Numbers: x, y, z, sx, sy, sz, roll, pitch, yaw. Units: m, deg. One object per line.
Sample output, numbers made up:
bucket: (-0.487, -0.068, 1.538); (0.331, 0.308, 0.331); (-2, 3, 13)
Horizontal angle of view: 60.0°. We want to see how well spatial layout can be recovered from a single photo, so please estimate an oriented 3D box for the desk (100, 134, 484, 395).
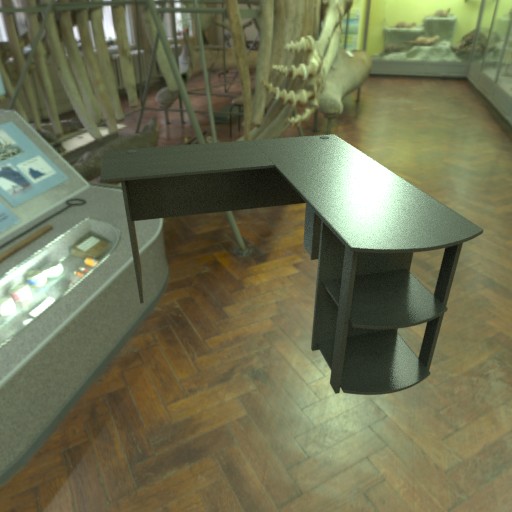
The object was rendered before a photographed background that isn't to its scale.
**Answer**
desk: (0.000, 0.000, 2.082); (1.303, 0.716, 1.361); (-7, 31, -13)
